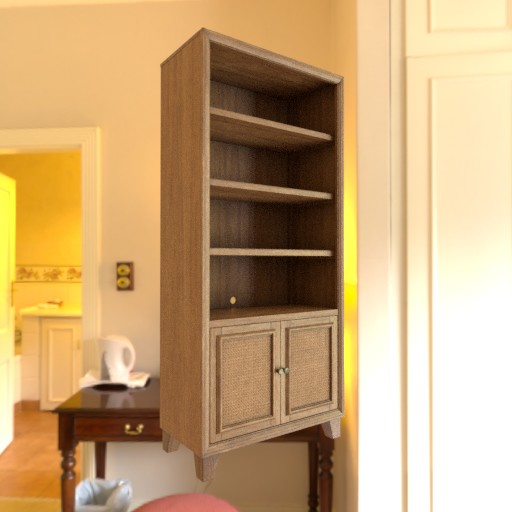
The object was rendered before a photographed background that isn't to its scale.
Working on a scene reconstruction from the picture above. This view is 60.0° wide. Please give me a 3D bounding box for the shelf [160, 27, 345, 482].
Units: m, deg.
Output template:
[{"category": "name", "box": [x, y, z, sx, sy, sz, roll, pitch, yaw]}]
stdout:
[{"category": "shelf", "box": [0.000, 0.000, 2.292, 0.864, 1.930, 0.453, 0, -1, -36]}]
